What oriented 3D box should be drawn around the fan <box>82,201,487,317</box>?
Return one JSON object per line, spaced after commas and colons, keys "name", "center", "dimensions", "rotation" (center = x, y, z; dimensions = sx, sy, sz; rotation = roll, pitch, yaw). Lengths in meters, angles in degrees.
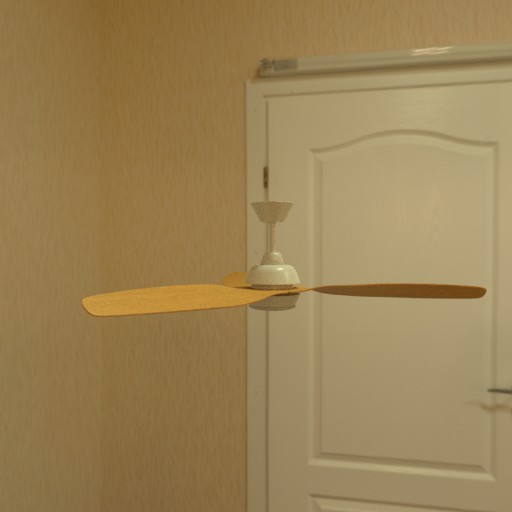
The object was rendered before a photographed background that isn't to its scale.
{"name": "fan", "center": [0.000, 0.000, 1.619], "dimensions": [1.142, 0.355, 1.010], "rotation": [0, 1, -19]}
